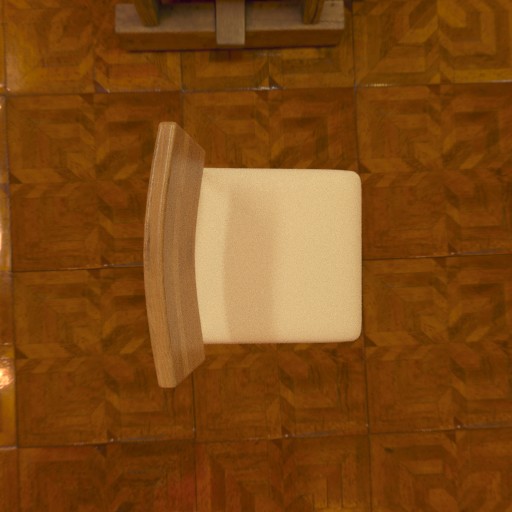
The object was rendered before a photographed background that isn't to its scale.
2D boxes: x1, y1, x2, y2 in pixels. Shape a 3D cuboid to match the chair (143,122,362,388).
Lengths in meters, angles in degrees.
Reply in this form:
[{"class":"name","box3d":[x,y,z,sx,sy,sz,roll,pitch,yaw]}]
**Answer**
[{"class":"chair","box3d":[0.000,0.000,1.194,0.585,0.844,0.467,0,90,-1]}]
